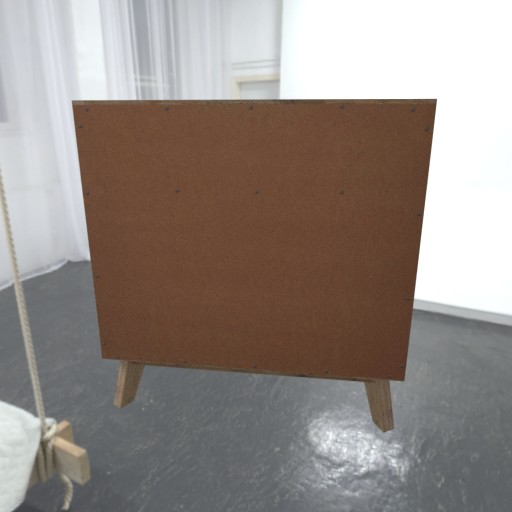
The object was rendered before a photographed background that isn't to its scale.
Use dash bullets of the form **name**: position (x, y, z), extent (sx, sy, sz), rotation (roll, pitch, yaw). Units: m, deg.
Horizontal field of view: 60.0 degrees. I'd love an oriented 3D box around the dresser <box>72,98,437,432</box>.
- **dresser**: position (0.000, 0.000, 1.566), extent (0.998, 1.029, 0.455), rotation (2, 18, 7)
